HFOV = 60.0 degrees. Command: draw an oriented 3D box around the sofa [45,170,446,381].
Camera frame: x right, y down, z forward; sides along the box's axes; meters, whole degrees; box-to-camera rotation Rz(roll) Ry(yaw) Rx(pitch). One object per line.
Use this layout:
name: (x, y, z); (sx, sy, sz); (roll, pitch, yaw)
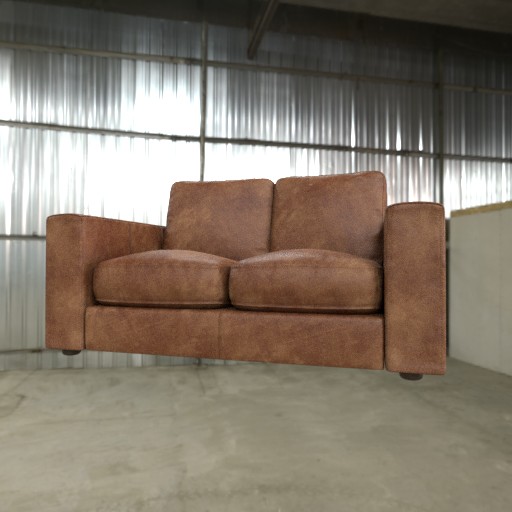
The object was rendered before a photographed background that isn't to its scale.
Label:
sofa: (0.000, 0.000, 2.190); (1.626, 0.889, 1.041); (0, 0, 16)
